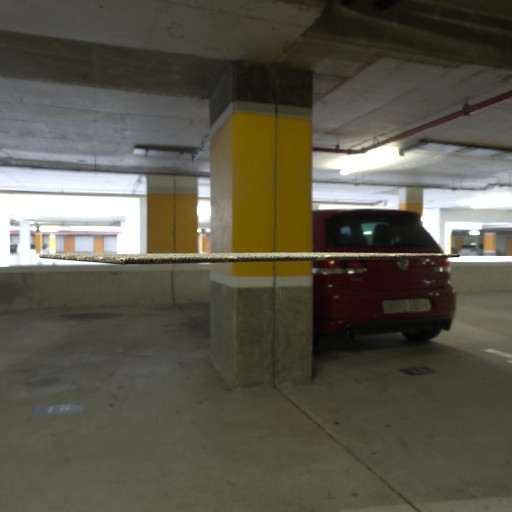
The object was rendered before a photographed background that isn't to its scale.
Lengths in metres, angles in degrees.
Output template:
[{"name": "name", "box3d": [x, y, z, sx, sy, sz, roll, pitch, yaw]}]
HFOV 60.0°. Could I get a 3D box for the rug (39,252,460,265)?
[{"name": "rug", "box3d": [0.000, 0.000, 3.421, 2.743, 0.030, 1.778, -1, 1, -36]}]
